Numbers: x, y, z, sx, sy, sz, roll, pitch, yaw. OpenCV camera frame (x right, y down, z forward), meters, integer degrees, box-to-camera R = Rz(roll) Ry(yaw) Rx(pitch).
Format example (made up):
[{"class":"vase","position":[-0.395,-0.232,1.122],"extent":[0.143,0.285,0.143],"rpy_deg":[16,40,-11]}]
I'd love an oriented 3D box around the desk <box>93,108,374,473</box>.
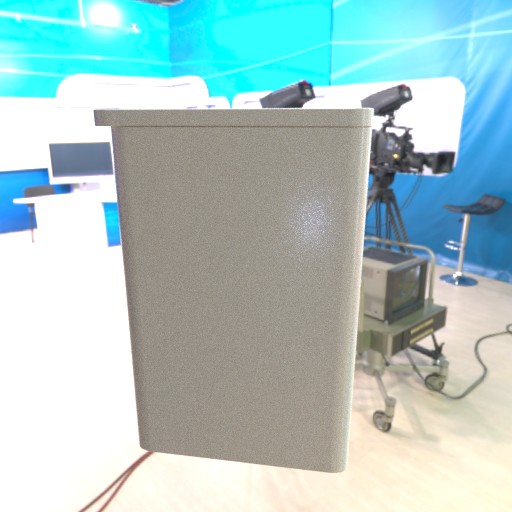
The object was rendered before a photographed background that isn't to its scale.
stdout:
[{"class":"desk","position":[0.000,0.000,1.297],"extent":[0.549,0.800,0.762],"rpy_deg":[3,17,9]}]
